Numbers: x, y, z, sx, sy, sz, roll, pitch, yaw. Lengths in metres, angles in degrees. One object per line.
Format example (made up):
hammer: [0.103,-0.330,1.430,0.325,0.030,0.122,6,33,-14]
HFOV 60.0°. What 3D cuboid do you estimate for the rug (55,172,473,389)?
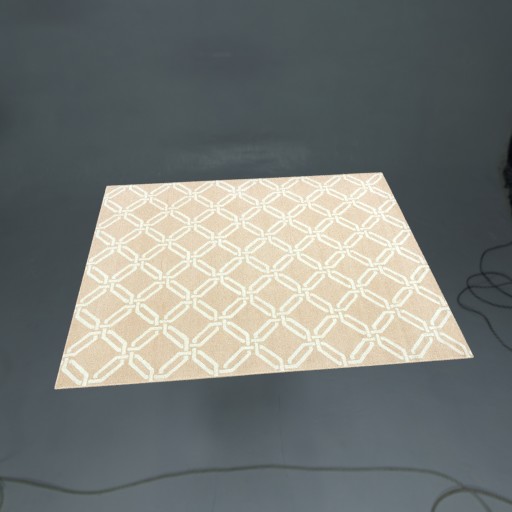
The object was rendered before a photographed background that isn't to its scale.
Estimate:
rug: [0.000,0.000,3.850,2.895,0.018,2.288,-3,45,-3]
